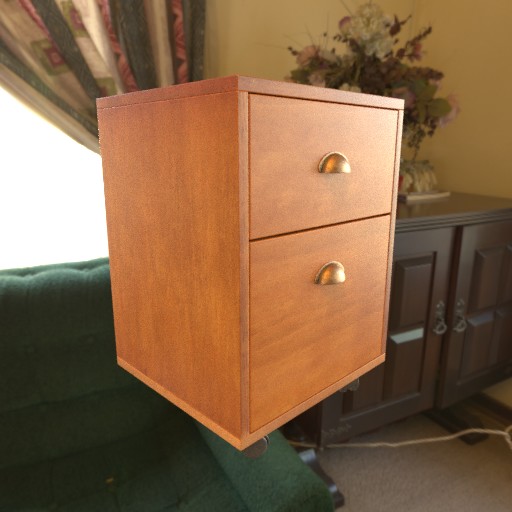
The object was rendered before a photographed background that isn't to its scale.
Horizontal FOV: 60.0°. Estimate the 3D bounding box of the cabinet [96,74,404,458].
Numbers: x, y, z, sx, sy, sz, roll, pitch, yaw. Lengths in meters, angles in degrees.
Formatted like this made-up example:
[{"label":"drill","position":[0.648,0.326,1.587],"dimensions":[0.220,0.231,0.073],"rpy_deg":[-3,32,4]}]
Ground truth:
[{"label":"cabinet","position":[0.000,0.000,0.861],"dimensions":[0.409,0.579,0.401],"rpy_deg":[-13,19,-43]}]
